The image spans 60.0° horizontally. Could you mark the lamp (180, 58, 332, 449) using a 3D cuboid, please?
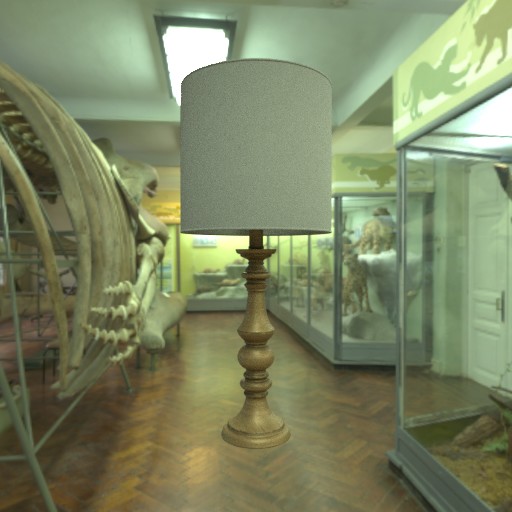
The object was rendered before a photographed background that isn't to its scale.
[{"bbox_3d":[0.000,0.000,0.743,0.250,0.597,0.250,0,1,-37],"label":"lamp"}]
